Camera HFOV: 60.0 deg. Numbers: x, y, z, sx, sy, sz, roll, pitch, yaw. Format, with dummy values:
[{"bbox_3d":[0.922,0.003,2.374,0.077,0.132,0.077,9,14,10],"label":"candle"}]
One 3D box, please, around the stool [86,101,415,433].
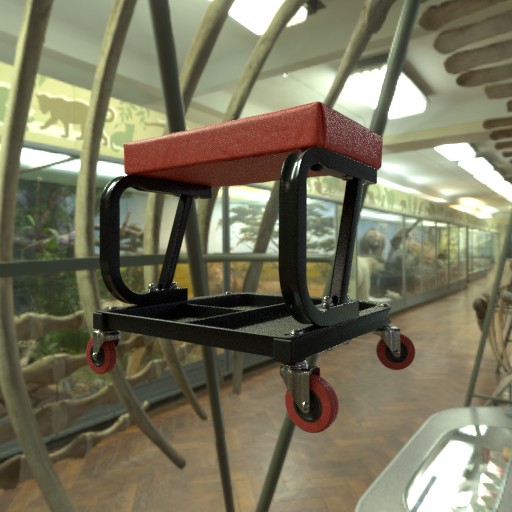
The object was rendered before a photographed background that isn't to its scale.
[{"bbox_3d":[0.000,0.000,0.734,0.446,0.380,0.371,1,1,36],"label":"stool"}]
